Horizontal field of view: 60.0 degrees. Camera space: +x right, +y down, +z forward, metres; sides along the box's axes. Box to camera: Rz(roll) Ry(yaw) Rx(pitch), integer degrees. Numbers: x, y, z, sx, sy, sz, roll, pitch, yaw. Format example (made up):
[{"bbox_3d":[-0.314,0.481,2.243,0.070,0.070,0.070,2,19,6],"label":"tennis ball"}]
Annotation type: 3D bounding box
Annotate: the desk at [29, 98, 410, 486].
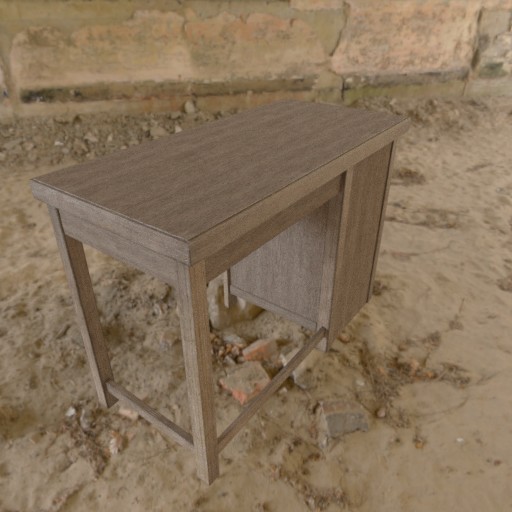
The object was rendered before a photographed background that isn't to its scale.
[{"bbox_3d":[0.000,0.000,1.744,0.610,0.912,1.289,21,37,31],"label":"desk"}]
